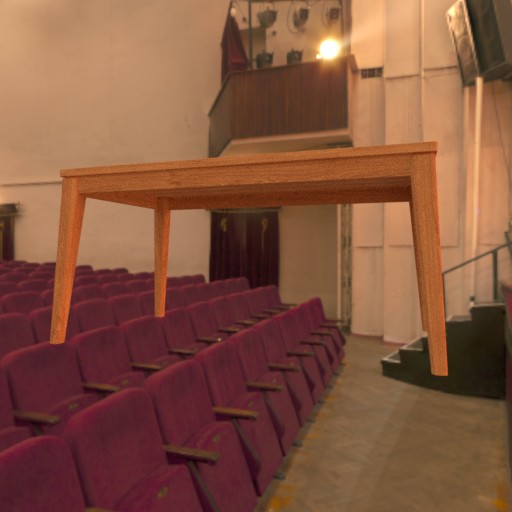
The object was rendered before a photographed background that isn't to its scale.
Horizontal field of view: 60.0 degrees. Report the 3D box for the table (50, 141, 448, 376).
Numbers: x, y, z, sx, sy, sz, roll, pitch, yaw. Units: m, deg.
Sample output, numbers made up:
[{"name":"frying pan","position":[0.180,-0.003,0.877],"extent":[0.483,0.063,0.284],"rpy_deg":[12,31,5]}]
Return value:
[{"name":"table","position":[0.000,0.000,2.095],"extent":[1.600,0.760,0.900],"rpy_deg":[0,0,19]}]
